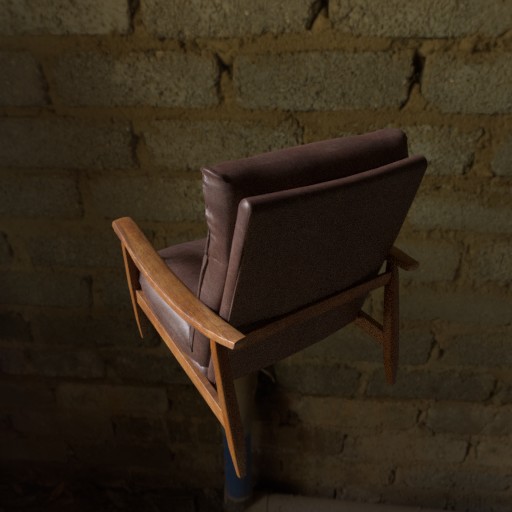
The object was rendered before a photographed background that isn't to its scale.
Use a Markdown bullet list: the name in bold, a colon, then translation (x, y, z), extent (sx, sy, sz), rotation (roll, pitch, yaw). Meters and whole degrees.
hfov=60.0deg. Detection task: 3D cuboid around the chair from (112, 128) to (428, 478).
- **chair**: translation (0.000, 0.000, 1.522), extent (0.782, 0.897, 0.830), rotation (-18, 34, -29)
